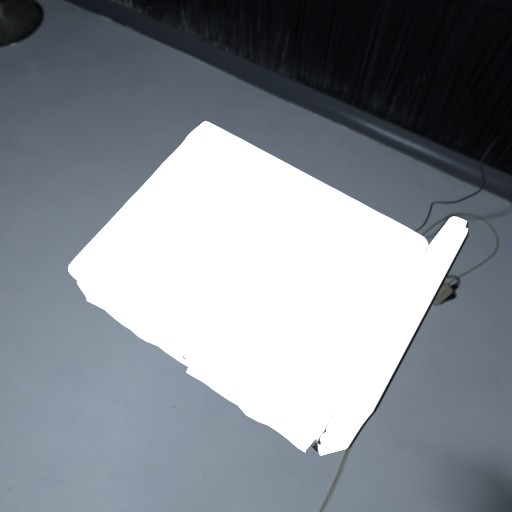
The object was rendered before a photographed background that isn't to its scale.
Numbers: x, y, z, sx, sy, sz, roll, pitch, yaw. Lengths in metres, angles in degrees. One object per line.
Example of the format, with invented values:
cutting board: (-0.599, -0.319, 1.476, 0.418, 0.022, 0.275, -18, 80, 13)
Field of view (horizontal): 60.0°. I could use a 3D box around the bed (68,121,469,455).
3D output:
bed: (0.000, 0.000, 3.540, 2.498, 1.293, 1.977, 31, 68, 14)
